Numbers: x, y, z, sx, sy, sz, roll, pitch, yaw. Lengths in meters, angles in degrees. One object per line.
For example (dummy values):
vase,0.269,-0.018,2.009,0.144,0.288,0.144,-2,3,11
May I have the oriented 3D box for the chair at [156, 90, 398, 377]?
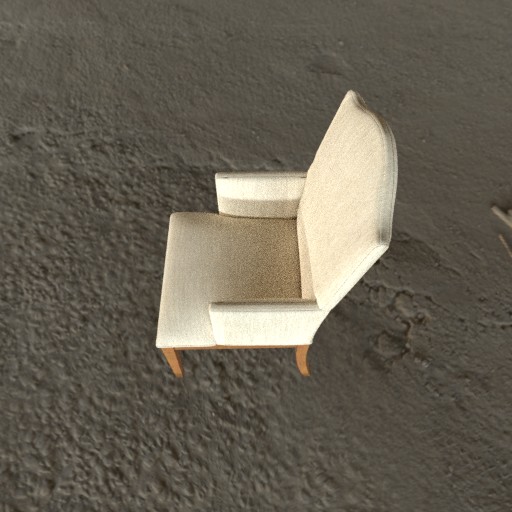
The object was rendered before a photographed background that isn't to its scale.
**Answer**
chair,0.000,0.000,1.436,0.641,1.016,0.533,-1,58,0
